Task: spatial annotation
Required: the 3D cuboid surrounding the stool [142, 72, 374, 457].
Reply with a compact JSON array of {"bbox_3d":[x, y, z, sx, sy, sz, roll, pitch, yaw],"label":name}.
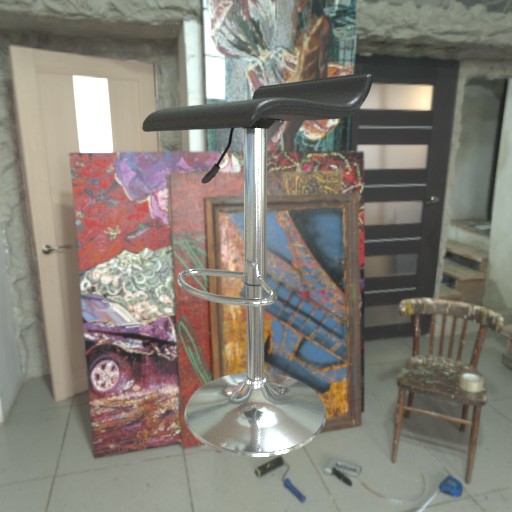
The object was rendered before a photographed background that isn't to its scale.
[{"bbox_3d":[0.000,0.000,1.094,0.381,0.851,0.381,-13,19,-43],"label":"stool"}]
